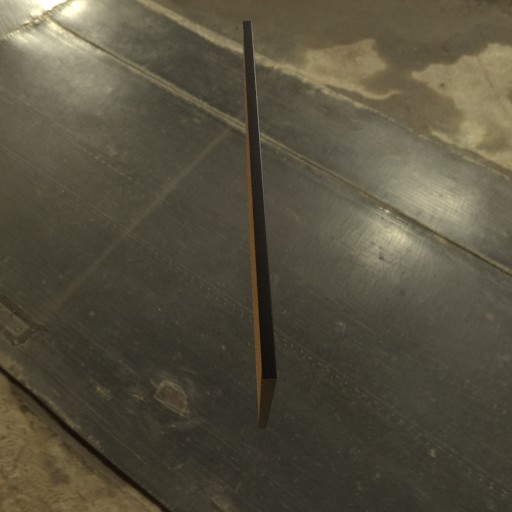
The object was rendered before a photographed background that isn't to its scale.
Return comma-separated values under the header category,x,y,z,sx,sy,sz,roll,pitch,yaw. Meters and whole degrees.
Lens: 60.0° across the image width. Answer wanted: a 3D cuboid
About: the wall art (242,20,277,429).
category,x,y,z,sx,sy,sz,roll,pitch,yaw
wall art,0.000,0.000,0.681,0.012,0.458,0.457,-3,64,-1
